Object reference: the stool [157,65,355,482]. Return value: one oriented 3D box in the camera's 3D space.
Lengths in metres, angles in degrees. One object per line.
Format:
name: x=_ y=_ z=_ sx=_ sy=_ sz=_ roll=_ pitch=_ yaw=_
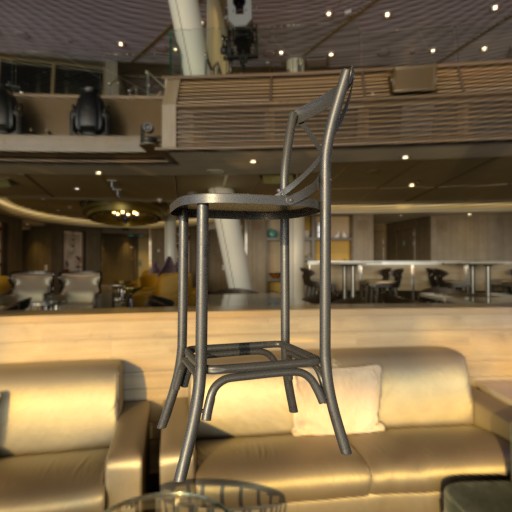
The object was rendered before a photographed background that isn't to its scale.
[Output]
stool: x=0.000 y=0.000 z=1.434 sx=0.584 sy=1.168 sz=0.457 roll=0 pitch=-1 yaw=-19
